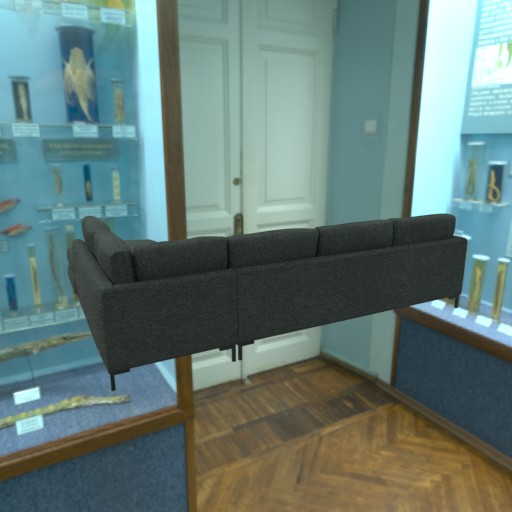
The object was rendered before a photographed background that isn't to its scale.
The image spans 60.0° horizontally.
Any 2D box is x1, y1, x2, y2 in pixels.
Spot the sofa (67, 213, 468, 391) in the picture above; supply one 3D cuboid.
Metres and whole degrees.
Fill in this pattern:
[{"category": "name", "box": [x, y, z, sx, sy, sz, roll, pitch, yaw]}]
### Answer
[{"category": "sofa", "box": [0.000, 0.000, 3.895, 2.949, 0.815, 2.007, -7, 16, -26]}]
